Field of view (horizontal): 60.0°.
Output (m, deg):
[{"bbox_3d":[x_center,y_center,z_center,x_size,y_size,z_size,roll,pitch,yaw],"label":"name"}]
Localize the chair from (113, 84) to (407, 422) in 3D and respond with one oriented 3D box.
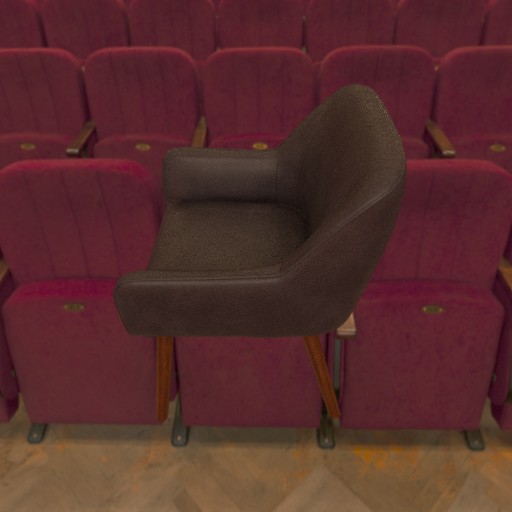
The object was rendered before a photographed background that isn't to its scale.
[{"bbox_3d":[0.000,0.000,1.245,0.610,0.828,0.610,1,40,1],"label":"chair"}]
